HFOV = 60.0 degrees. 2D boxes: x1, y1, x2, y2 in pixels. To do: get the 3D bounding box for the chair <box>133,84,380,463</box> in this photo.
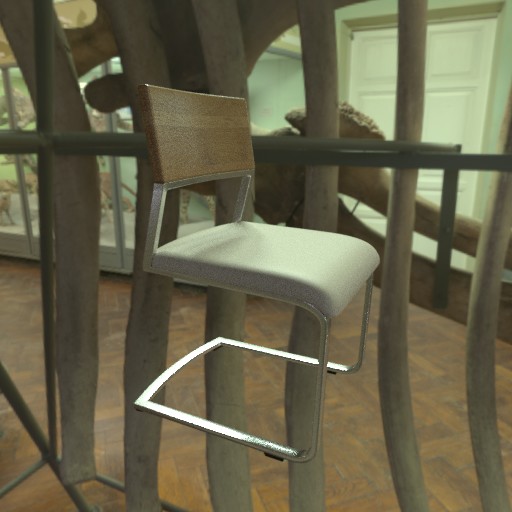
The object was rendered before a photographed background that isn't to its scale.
[{"bbox_3d":[0.000,0.000,1.198,0.585,0.844,0.467,7,17,25],"label":"chair"}]
